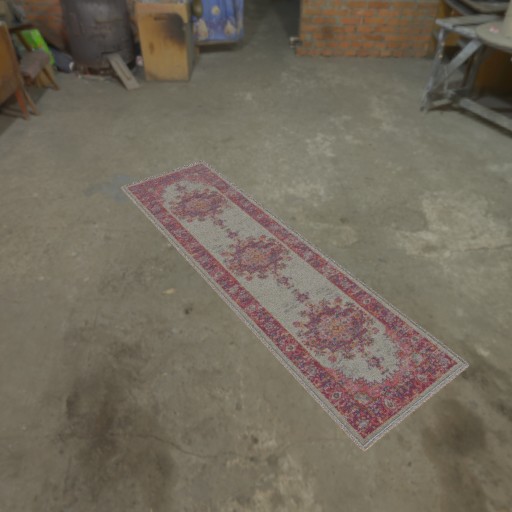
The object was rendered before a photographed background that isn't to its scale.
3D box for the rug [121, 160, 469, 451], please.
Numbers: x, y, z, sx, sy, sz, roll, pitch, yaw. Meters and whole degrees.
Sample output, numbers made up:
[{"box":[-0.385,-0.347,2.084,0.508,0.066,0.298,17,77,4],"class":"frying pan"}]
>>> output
[{"box":[0.000,0.000,2.505,0.666,0.011,2.294,-25,46,-26],"class":"rug"}]
